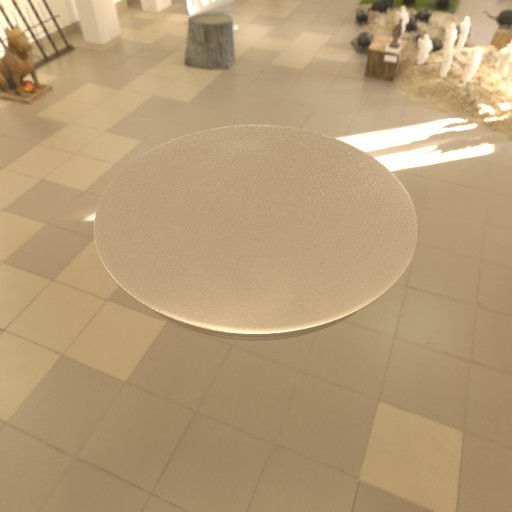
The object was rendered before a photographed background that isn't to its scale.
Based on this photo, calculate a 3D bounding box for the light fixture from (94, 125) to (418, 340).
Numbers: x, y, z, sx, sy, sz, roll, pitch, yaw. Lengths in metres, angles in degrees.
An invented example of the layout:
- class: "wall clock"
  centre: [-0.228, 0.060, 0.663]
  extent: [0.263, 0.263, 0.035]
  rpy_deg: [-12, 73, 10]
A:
- class: "light fixture"
  centre: [0.000, 0.000, 0.441]
  extent: [0.280, 0.135, 0.280]
  rpy_deg: [0, 45, 0]
